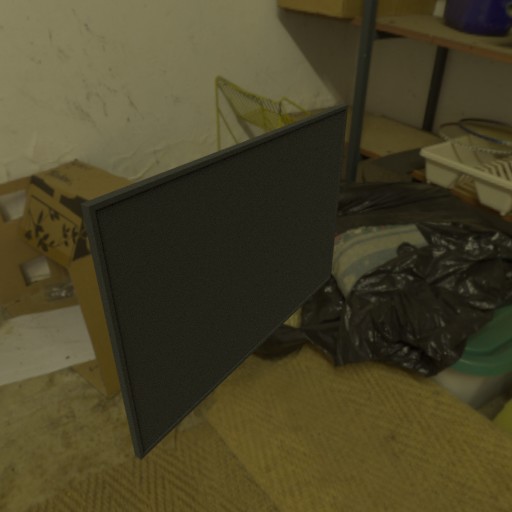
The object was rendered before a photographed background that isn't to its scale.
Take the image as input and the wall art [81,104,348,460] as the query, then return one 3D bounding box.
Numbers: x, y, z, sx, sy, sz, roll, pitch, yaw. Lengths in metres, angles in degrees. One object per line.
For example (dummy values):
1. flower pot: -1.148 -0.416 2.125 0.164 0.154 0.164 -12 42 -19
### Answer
1. wall art: 0.000 0.000 1.513 0.028 0.805 1.190 20 36 30
